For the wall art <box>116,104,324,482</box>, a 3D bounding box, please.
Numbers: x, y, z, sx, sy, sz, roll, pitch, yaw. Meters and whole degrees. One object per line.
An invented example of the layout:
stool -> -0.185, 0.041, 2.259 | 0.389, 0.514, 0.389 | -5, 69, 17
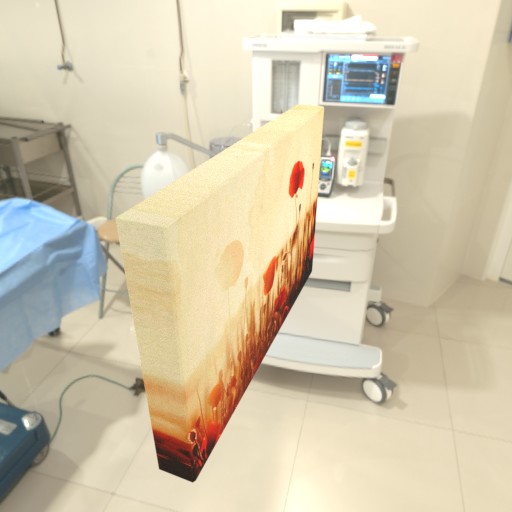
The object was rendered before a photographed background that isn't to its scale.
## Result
wall art -> 0.000, 0.000, 0.488 | 0.037, 0.251, 0.383 | 11, 32, 19
